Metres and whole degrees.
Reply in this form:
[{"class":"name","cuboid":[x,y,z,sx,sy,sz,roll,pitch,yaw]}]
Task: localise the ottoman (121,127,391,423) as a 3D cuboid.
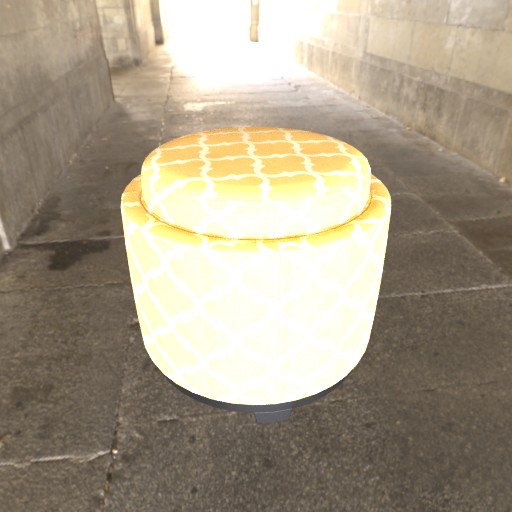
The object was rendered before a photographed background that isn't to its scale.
[{"class":"ottoman","cuboid":[0.000,0.000,0.872,0.480,0.429,0.480,0,30,0]}]
